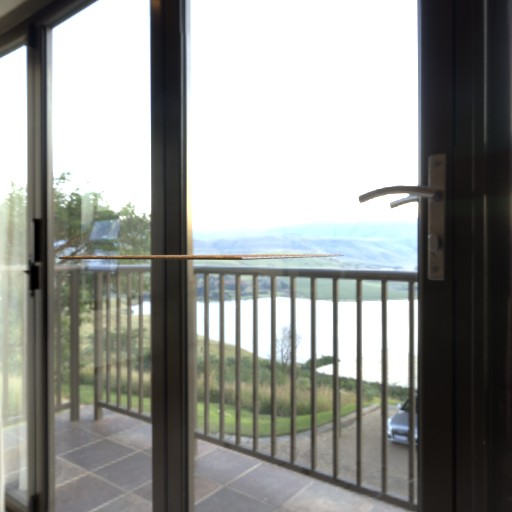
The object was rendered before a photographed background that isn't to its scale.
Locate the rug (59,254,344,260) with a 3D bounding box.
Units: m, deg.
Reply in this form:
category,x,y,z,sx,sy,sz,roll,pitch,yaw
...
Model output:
category,x,y,z,sx,sy,sz,roll,pitch,yaw
rug,0.000,0.000,2.424,0.662,0.011,2.196,0,0,19
